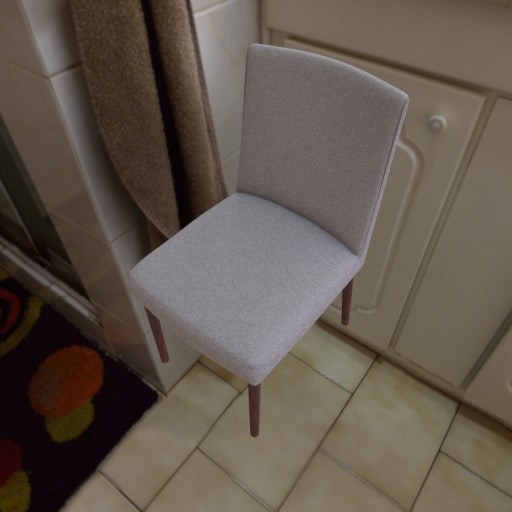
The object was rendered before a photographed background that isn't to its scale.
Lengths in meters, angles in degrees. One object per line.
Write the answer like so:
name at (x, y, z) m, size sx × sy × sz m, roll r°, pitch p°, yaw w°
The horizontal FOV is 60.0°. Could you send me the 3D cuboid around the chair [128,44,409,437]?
chair at (0.000, 0.000, 1.173) m, size 0.456 × 0.859 × 0.570 m, roll 31°, pitch 54°, yaw 26°
